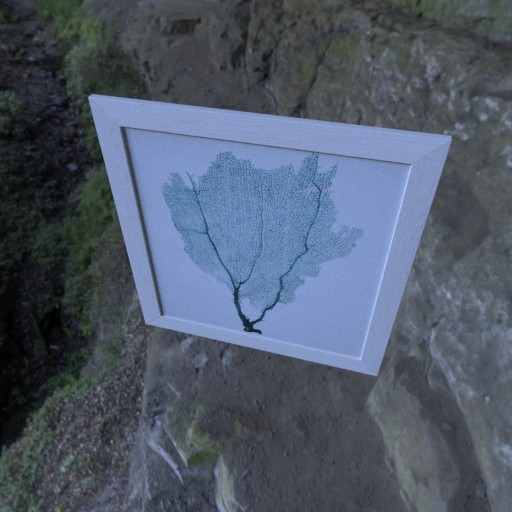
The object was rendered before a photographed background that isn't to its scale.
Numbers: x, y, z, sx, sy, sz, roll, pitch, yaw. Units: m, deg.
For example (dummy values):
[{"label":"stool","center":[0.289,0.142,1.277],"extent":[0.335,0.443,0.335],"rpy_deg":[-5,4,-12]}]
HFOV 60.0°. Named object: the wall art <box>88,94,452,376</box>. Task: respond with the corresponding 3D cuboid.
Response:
[{"label":"wall art","center":[0.000,0.000,0.870],"extent":[0.572,0.577,0.015],"rpy_deg":[10,42,12]}]
